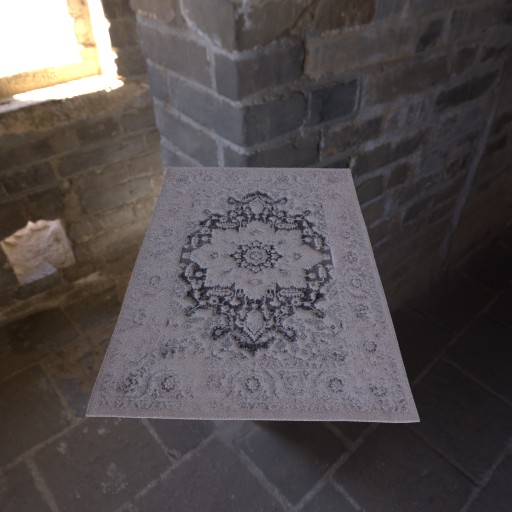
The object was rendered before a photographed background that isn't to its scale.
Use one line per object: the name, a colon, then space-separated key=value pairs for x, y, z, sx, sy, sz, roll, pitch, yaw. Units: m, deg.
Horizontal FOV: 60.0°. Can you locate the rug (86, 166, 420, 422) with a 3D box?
rug: x=0.000 y=0.000 z=2.295 sx=1.223 sy=0.008 sz=1.813 roll=1 pitch=41 yaw=1
